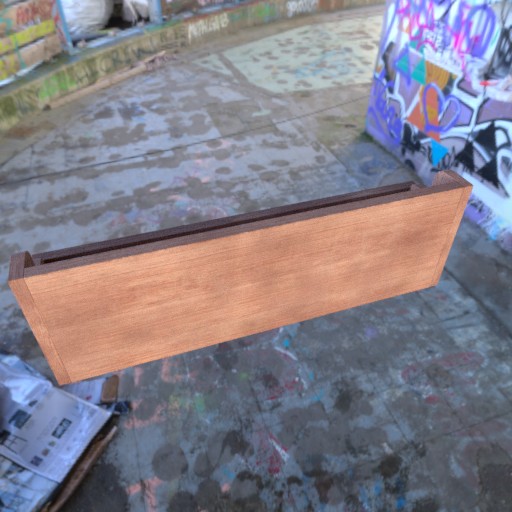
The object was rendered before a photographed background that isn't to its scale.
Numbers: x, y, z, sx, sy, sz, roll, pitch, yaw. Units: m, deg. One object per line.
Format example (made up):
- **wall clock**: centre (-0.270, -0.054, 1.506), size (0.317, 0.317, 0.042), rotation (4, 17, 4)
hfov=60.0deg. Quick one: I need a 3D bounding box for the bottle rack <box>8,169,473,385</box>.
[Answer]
- **bottle rack**: centre (0.000, 0.000, 0.661), size (0.608, 0.196, 0.126), rotation (-12, 42, -14)
